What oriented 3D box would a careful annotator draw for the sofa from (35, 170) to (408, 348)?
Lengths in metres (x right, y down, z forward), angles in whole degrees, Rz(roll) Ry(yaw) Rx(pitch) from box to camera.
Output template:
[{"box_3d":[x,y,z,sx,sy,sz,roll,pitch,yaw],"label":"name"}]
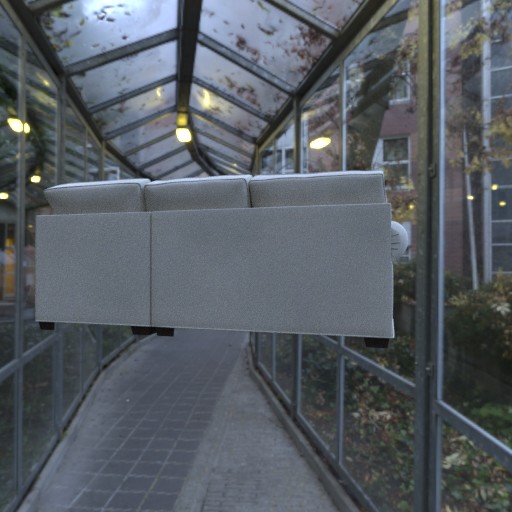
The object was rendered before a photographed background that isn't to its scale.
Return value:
[{"box_3d":[0.000,0.000,3.977,2.487,1.054,2.569,0,-1,16],"label":"sofa"}]
